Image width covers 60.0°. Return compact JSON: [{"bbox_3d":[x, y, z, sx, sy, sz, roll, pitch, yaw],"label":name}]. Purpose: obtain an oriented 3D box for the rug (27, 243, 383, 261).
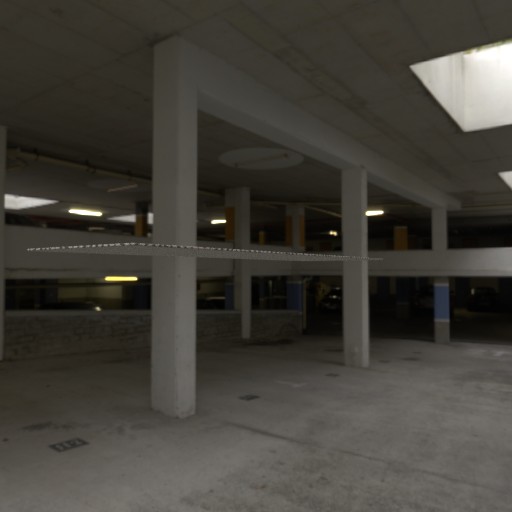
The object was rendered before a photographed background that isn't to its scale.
[{"bbox_3d":[0.000,0.000,2.533,0.676,0.008,2.277,-1,-2,36],"label":"rug"}]
